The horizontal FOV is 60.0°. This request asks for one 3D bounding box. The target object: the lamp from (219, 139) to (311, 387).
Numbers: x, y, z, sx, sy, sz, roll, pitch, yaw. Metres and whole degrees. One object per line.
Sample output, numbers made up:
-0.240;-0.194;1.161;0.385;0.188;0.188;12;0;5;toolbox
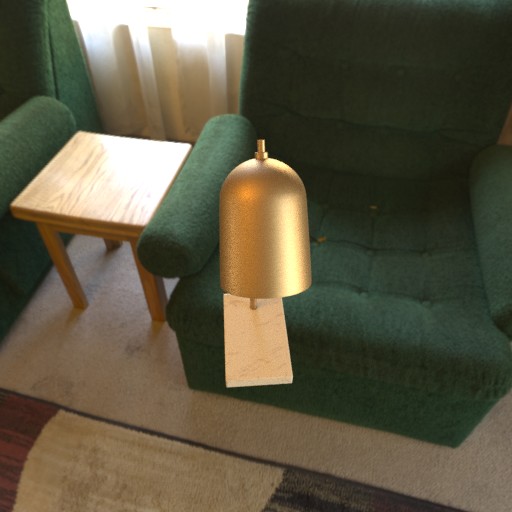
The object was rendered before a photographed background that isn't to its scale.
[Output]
0.000;0.000;0.825;0.144;0.603;0.471;-3;47;-3;lamp
